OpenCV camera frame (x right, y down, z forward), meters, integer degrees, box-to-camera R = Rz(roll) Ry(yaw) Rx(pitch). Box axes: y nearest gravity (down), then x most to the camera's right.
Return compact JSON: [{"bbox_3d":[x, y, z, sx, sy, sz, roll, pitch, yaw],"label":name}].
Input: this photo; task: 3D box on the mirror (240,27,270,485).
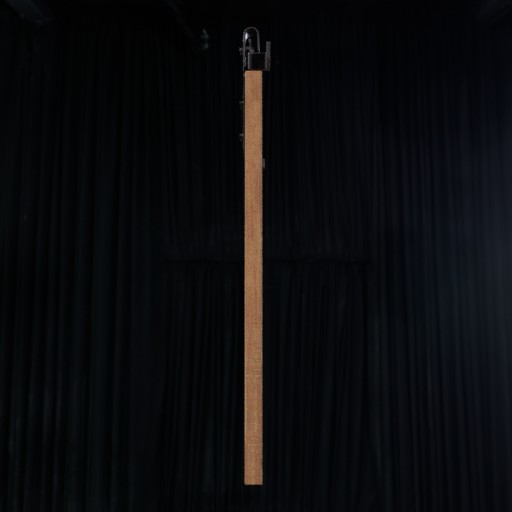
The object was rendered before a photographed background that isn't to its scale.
[{"bbox_3d":[0.000,0.000,1.129,0.054,0.800,0.805,0,-2,0],"label":"mirror"}]
